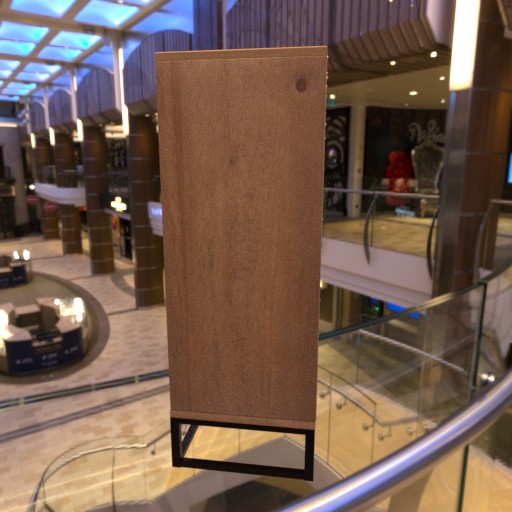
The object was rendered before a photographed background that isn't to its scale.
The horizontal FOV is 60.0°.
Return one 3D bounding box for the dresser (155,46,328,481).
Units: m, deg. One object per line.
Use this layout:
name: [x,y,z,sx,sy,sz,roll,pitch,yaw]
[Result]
dresser: [0.000,0.000,1.630,0.479,1.240,0.761,2,12,8]
